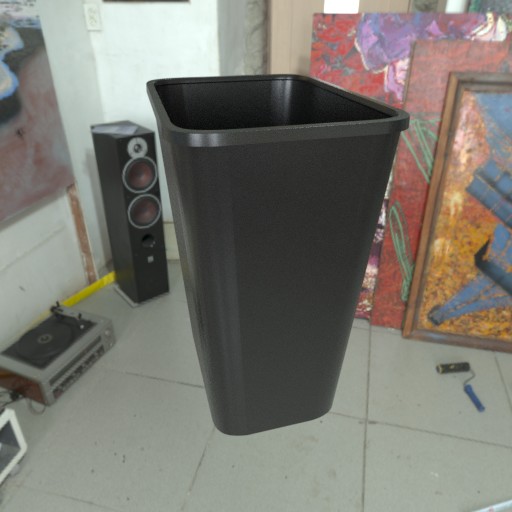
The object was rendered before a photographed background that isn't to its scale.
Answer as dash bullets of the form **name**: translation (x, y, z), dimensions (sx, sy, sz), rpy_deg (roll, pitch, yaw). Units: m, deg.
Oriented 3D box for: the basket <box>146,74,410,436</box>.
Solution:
- **basket**: translation (0.000, 0.000, 0.750), dimensions (0.287, 0.521, 0.394), rpy_deg (-8, 31, -13)
